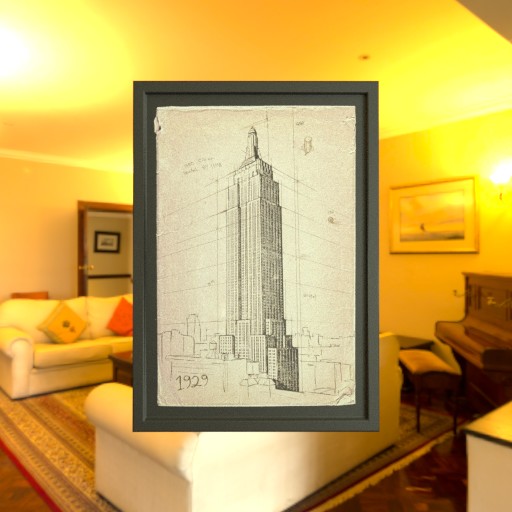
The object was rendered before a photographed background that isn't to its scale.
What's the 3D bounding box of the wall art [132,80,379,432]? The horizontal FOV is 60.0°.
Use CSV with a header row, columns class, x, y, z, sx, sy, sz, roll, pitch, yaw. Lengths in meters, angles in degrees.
class,x,y,z,sx,sy,sz,roll,pitch,yaw
wall art,0.000,0.000,0.551,0.303,0.431,0.013,0,0,0
